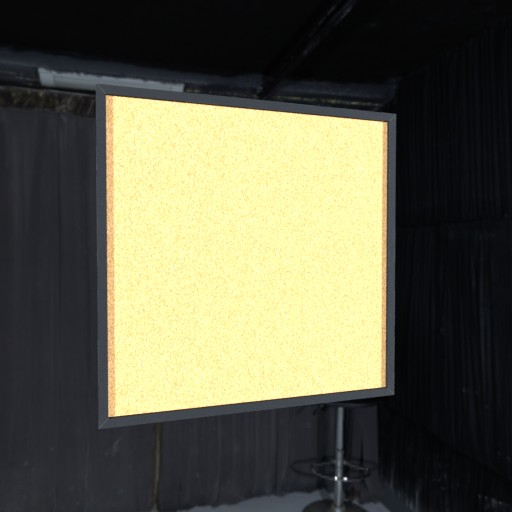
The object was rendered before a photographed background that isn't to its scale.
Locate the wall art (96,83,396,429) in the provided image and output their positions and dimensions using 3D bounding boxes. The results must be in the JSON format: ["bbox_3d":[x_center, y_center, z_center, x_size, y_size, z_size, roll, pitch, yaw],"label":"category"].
[{"bbox_3d":[0.000,0.000,0.454,0.305,0.305,0.037,0,1,-17],"label":"wall art"}]
